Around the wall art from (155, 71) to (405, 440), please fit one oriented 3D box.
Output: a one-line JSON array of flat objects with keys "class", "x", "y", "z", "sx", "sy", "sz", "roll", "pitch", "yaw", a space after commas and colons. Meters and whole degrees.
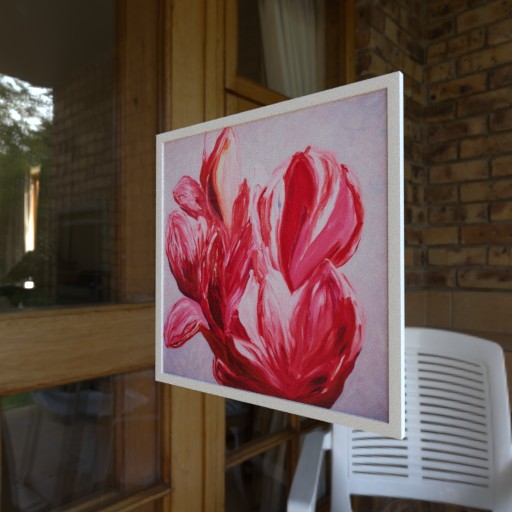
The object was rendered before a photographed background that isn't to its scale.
[{"class": "wall art", "x": 0.000, "y": 0.000, "z": 1.216, "sx": 0.805, "sy": 0.803, "sz": 0.022, "roll": -1, "pitch": -1, "yaw": 37}]
